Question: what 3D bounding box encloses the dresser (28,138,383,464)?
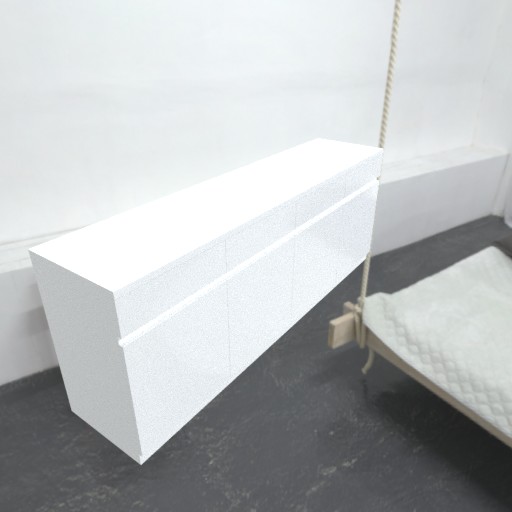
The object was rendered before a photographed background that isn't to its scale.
[{"bbox_3d":[0.000,0.000,2.507,0.500,0.840,2.200,19,33,32],"label":"dresser"}]
